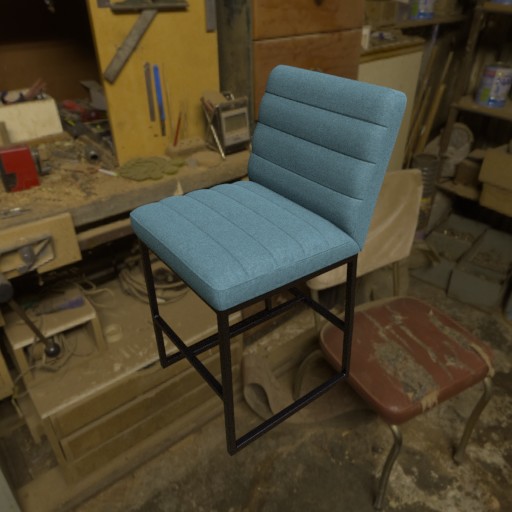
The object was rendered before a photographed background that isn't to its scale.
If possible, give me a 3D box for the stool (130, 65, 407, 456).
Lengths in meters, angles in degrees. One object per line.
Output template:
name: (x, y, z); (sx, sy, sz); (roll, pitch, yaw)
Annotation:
stool: (0.000, 0.000, 1.287); (0.560, 0.940, 0.460); (-22, 39, -31)
